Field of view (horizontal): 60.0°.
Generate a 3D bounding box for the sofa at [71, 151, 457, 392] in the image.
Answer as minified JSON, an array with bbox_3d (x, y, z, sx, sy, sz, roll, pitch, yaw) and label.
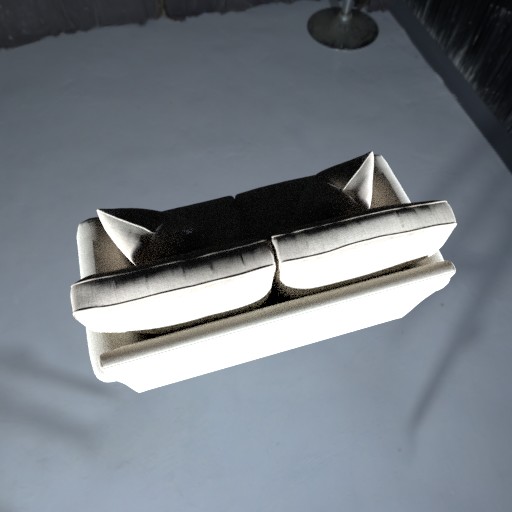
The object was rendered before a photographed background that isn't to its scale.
[{"bbox_3d":[0.000,0.000,2.281,1.701,0.966,0.966,-14,60,-8],"label":"sofa"}]
